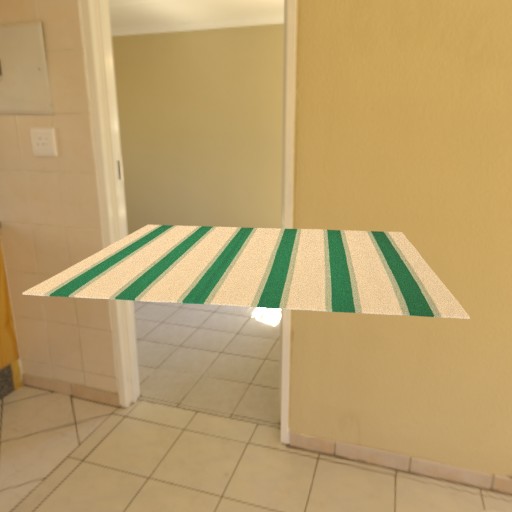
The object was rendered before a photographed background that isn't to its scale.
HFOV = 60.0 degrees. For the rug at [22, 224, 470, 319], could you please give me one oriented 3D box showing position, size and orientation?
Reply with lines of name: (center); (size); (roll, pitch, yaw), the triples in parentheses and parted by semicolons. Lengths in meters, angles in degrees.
rug: (0.000, 0.000, 4.116); (3.041, 0.019, 2.434); (2, 16, 8)
